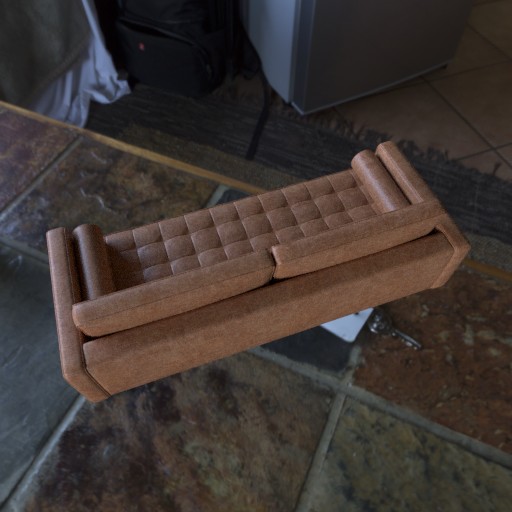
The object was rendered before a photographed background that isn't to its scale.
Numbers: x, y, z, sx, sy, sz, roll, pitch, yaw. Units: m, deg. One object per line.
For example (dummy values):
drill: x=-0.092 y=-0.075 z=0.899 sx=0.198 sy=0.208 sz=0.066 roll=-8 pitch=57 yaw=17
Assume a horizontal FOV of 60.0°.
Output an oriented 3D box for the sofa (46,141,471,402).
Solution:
sofa: x=0.000 y=0.000 z=2.597 sx=2.200 sy=0.770 sz=0.919 roll=-17 pitch=59 yaw=-10
